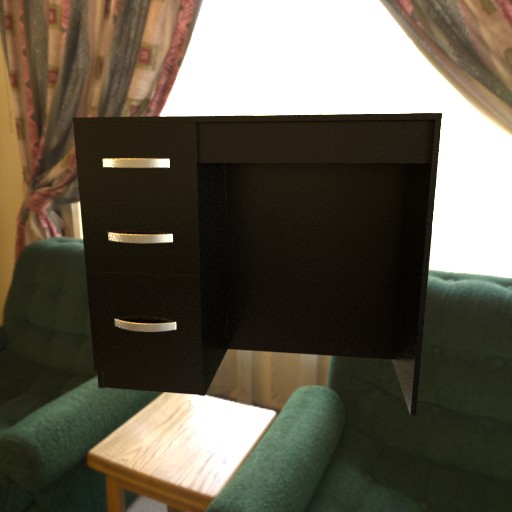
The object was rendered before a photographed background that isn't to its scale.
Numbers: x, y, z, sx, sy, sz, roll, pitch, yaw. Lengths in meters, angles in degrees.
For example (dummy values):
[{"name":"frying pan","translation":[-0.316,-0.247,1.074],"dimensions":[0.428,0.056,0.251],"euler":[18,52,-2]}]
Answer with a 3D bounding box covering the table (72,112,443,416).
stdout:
[{"name":"table","translation":[0.000,0.000,1.345],"dimensions":[0.930,0.790,0.380],"euler":[2,13,8]}]
